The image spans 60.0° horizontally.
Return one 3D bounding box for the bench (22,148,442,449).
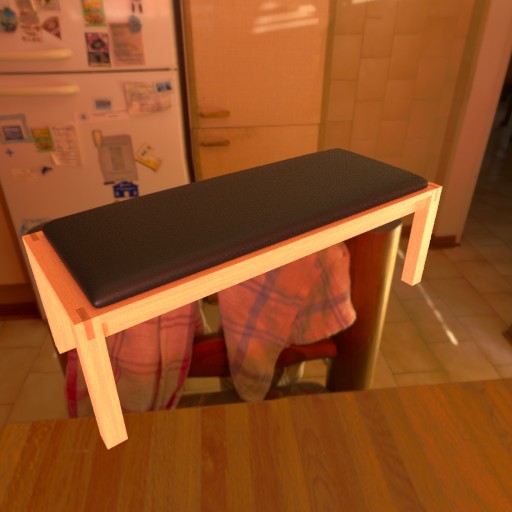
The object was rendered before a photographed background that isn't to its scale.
[{"bbox_3d":[0.000,0.000,1.404,1.202,0.430,0.450,-21,37,-30],"label":"bench"}]
